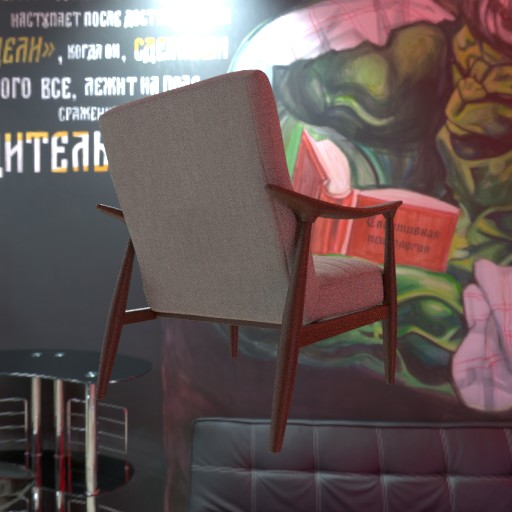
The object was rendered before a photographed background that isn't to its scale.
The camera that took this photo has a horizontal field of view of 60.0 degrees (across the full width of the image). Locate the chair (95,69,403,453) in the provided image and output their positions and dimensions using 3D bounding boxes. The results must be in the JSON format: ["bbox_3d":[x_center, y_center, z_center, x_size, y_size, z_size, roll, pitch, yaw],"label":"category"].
[{"bbox_3d":[0.000,0.000,1.406,0.741,0.832,0.798,0,-1,36],"label":"chair"}]
